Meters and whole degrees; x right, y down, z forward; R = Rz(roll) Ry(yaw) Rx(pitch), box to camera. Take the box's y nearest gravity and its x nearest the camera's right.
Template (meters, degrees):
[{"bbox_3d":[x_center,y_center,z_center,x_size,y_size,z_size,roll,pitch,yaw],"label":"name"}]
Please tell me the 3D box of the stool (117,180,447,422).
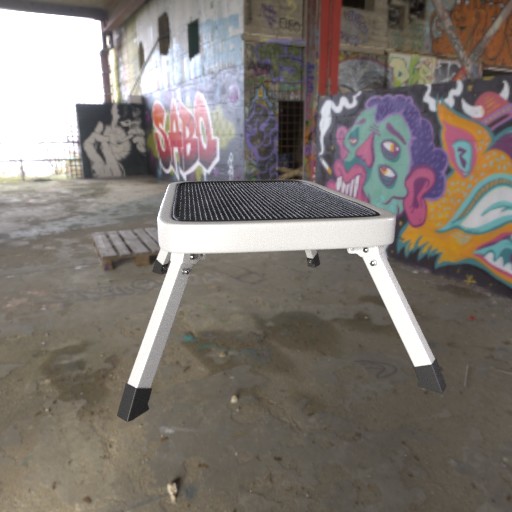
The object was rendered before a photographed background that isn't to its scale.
[{"bbox_3d":[0.000,0.000,0.609,0.320,0.170,0.460,-2,16,-8],"label":"stool"}]
